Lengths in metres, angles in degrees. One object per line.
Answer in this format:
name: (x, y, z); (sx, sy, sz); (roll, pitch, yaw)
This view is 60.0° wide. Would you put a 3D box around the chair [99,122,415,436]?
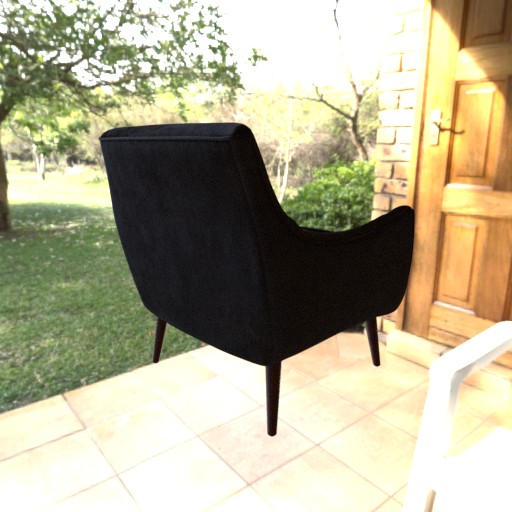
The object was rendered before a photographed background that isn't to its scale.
chair: (0.000, 0.000, 1.495); (0.787, 0.838, 0.762); (-14, 20, -43)
